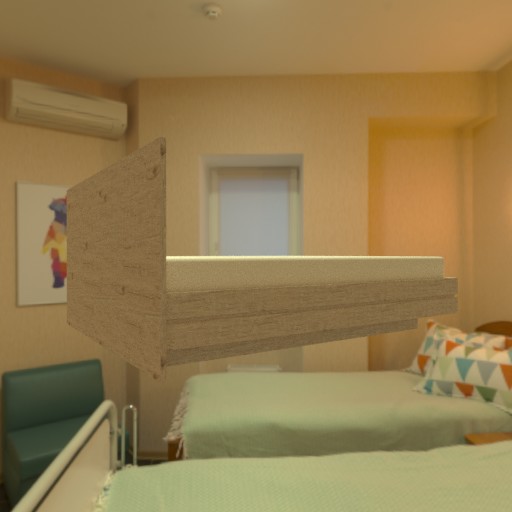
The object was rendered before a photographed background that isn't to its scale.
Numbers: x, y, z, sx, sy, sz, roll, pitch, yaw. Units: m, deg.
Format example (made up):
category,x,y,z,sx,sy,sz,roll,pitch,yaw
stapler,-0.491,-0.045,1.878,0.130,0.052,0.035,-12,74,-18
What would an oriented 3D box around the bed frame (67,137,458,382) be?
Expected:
category,x,y,z,sx,sy,sz,roll,pitch,yaw
bed frame,0.000,0.000,3.025,2.080,0.970,1.750,0,0,-34
